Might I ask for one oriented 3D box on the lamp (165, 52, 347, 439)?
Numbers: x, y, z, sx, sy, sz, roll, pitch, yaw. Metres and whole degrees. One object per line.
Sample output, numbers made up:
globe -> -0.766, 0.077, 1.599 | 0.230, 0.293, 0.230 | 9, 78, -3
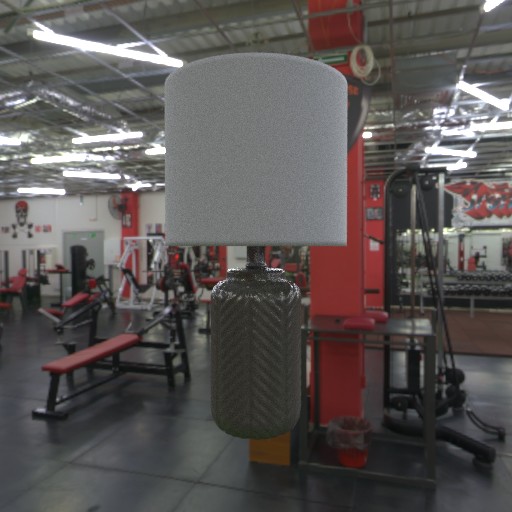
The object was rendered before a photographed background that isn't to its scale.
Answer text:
lamp -> 0.000, 0.000, 0.507 | 0.203, 0.389, 0.203 | 0, 1, 20
